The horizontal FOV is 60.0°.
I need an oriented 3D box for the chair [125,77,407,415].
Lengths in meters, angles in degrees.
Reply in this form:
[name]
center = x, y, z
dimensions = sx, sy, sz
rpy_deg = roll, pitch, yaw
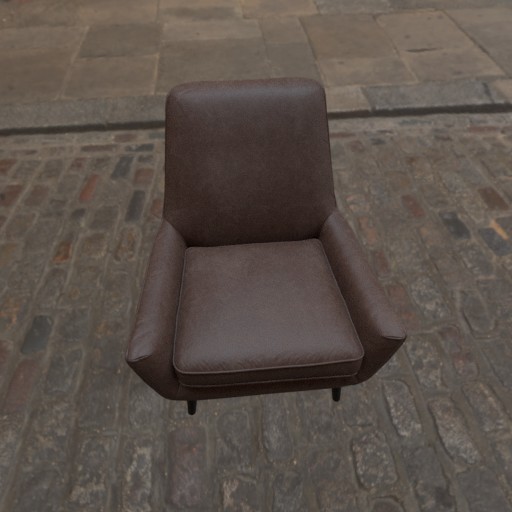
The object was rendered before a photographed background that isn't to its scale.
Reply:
[chair]
center = 0.000, 0.000, 1.509
dimensions = 0.787, 0.888, 0.824
rpy_deg = -4, 47, -4
